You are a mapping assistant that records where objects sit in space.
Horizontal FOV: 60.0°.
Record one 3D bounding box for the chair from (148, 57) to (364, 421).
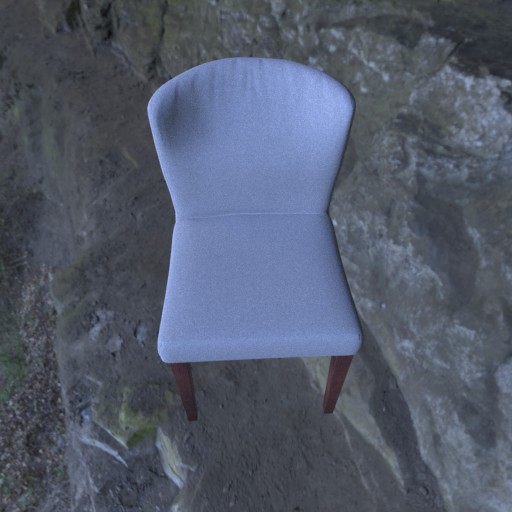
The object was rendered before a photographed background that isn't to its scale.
[{"bbox_3d":[0.000,0.000,1.207,0.491,0.839,0.592,-2,47,-2],"label":"chair"}]
